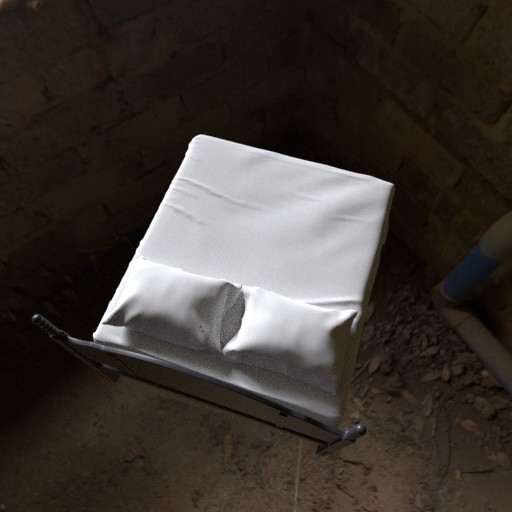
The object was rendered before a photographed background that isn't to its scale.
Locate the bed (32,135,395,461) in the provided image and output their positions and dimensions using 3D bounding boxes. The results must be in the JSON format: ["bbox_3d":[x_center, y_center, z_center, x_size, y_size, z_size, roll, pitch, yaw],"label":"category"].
[{"bbox_3d":[0.000,0.000,3.048,1.873,1.356,2.040,16,64,8],"label":"bed"}]
